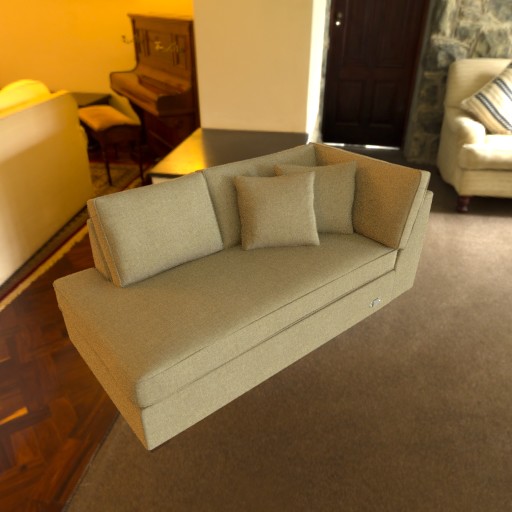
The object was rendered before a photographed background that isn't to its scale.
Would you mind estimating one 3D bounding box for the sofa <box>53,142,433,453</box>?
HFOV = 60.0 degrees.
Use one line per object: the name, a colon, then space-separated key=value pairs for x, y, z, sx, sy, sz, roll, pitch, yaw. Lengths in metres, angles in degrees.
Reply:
sofa: x=0.000 y=0.000 z=2.834 sx=2.238 sy=1.019 sz=1.110 roll=-22 pitch=37 yaw=-33
